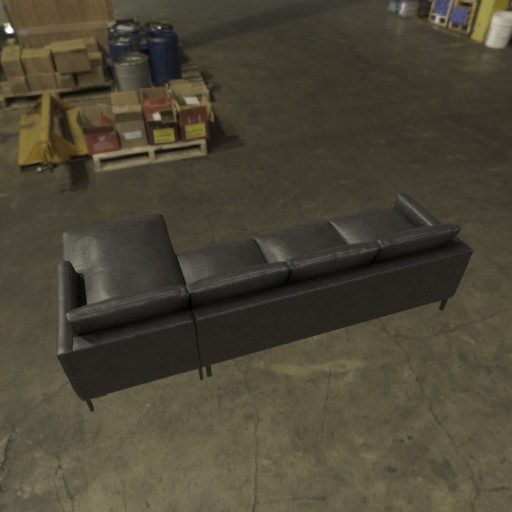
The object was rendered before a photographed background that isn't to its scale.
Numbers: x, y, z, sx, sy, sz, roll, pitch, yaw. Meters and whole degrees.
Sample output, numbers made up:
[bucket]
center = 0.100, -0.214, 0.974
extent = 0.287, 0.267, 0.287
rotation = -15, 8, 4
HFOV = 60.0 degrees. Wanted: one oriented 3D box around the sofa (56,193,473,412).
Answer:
[sofa]
center = 0.000, 0.000, 3.626
extent = 2.993, 0.859, 1.471
rotation = -13, 41, -15
